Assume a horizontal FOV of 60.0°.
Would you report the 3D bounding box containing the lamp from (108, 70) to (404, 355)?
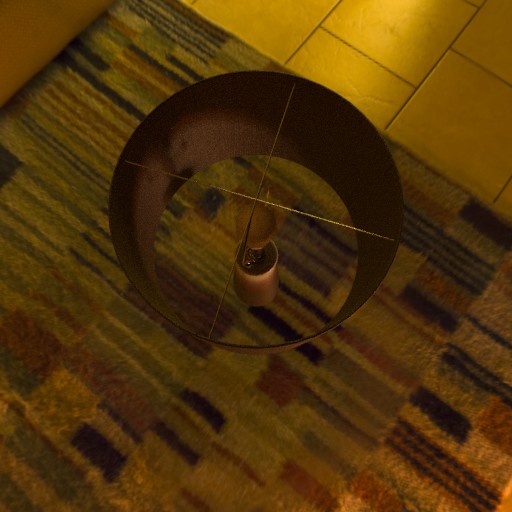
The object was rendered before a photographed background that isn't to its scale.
[{"bbox_3d":[0.000,0.000,0.690,0.303,0.488,0.303,0,76,0],"label":"lamp"}]
